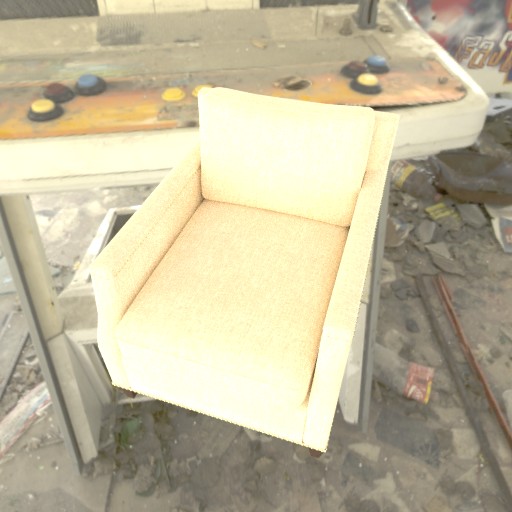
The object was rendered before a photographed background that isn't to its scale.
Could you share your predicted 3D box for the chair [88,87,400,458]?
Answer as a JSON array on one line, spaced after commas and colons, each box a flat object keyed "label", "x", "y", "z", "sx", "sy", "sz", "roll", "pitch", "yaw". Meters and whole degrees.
[{"label": "chair", "x": 0.000, "y": 0.000, "z": 1.718, "sx": 0.838, "sy": 0.940, "sz": 1.041, "roll": 13, "pitch": 45, "yaw": 13}]
